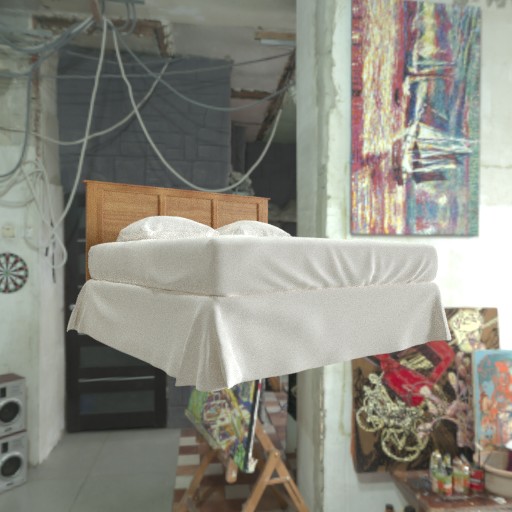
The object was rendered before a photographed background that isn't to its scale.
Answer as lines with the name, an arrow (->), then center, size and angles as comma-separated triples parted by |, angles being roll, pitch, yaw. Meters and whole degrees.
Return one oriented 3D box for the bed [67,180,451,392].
bed -> 0.000, 0.000, 3.501 | 2.317, 1.270, 2.215 | 0, 0, -37
